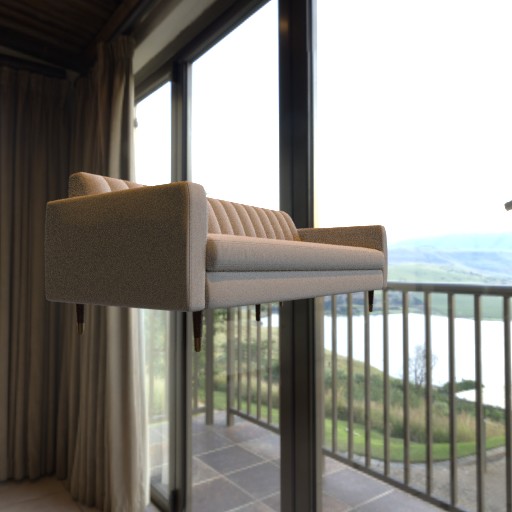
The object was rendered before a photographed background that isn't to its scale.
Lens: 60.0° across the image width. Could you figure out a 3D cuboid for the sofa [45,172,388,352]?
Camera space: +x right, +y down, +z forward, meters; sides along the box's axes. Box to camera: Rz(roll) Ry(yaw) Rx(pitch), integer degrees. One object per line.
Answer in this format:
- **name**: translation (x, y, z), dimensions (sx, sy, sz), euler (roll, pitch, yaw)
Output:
- **sofa**: translation (0.000, 0.000, 2.802), dimensions (0.990, 0.821, 2.291), euler (-1, -2, 35)
